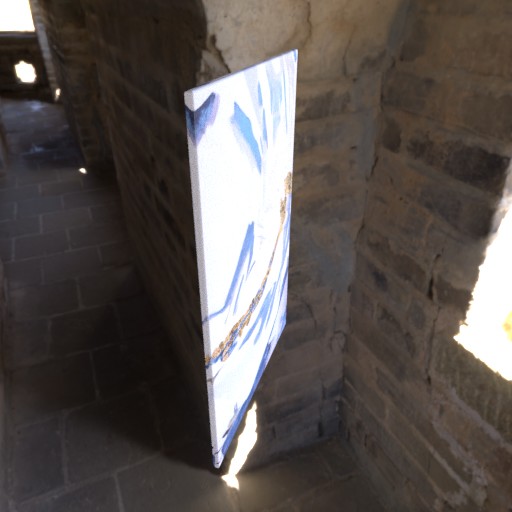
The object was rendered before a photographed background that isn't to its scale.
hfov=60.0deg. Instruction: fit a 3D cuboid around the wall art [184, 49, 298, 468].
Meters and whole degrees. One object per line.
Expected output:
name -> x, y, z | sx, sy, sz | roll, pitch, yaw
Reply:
wall art -> 0.000, 0.000, 1.141 | 0.016, 0.914, 0.610 | 10, 32, 17
